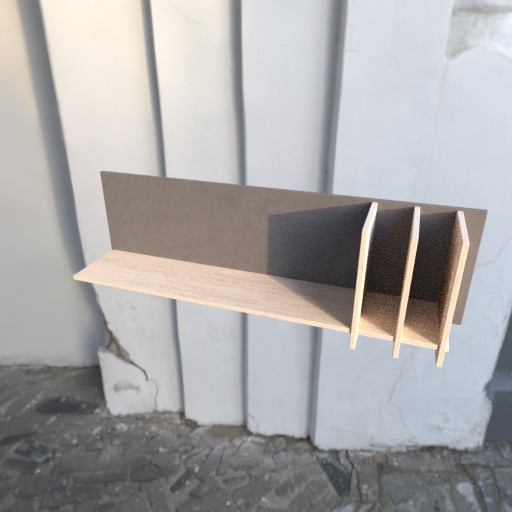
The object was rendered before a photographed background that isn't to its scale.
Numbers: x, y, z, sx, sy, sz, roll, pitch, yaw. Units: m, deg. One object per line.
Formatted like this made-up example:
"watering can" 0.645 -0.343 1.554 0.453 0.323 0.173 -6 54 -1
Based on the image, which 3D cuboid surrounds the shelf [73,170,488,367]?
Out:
"shelf" 0.000 0.000 1.118 1.020 0.300 0.200 9 27 17
